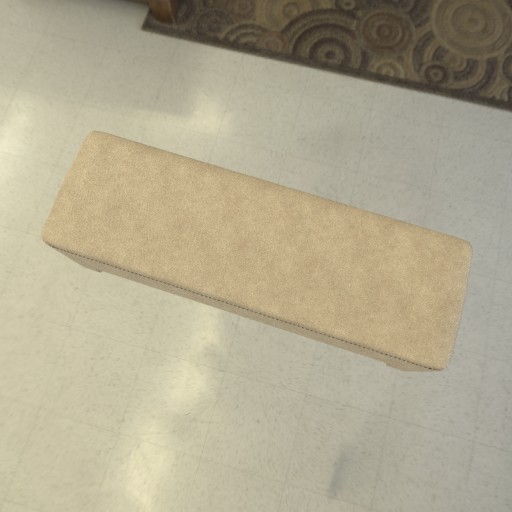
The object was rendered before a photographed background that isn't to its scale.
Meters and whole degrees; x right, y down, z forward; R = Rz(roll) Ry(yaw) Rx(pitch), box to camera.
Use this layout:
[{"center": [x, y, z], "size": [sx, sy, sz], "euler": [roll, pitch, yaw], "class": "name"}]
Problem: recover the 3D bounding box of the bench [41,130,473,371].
[{"center": [0.000, 0.000, 1.747], "size": [1.482, 0.447, 0.470], "euler": [17, 76, 4], "class": "bench"}]
